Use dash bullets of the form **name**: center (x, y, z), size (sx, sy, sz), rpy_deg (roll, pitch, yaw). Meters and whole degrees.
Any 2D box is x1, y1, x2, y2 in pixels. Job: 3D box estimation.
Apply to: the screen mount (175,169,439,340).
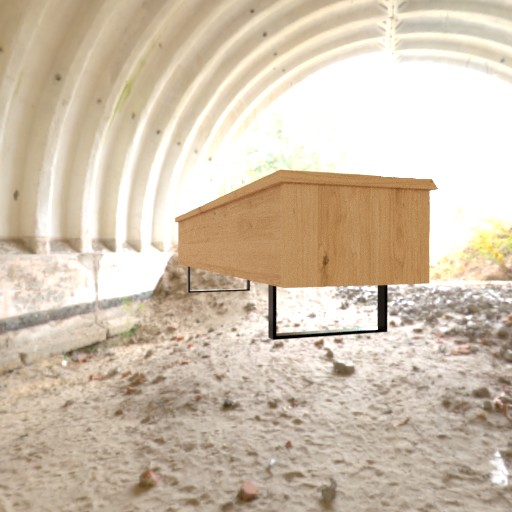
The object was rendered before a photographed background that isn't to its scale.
- **screen mount**: center (0.000, 0.000, 1.904), size (0.450, 0.430, 1.700), rpy_deg (0, 1, -18)
